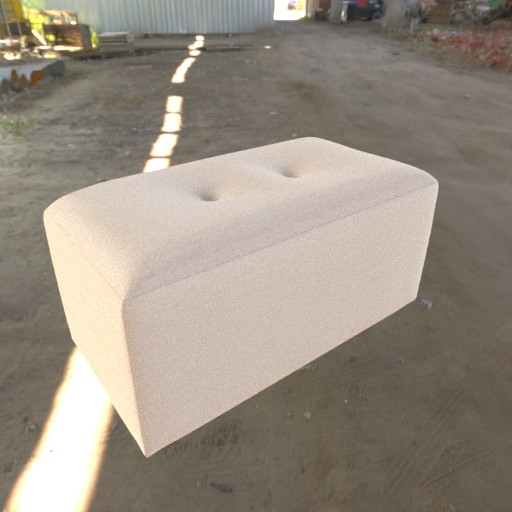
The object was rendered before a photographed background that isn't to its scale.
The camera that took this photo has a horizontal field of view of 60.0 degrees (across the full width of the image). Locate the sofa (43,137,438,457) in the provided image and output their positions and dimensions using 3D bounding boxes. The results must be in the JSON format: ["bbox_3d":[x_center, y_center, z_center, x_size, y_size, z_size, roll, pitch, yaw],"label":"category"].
[{"bbox_3d":[0.000,0.000,1.202,0.930,0.470,0.480,-21,36,-32],"label":"sofa"}]
